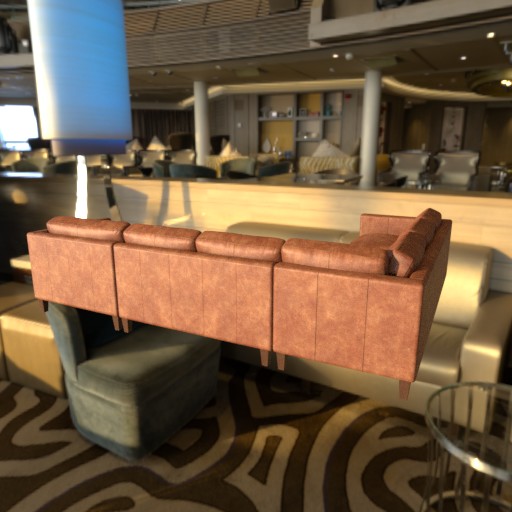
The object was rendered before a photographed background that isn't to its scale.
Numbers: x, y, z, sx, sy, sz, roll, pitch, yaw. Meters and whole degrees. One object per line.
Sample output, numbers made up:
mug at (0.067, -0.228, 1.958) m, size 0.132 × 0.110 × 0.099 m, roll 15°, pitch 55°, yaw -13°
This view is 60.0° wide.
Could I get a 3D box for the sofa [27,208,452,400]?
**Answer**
sofa at (0.000, 0.000, 4.319) m, size 3.324 × 0.888 × 2.452 m, roll 7°, pitch 16°, yaw 26°
